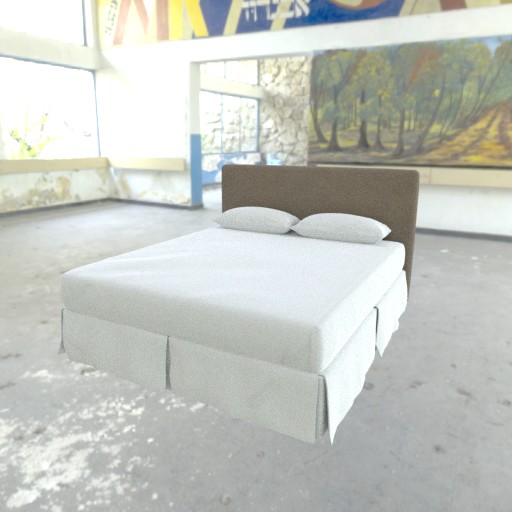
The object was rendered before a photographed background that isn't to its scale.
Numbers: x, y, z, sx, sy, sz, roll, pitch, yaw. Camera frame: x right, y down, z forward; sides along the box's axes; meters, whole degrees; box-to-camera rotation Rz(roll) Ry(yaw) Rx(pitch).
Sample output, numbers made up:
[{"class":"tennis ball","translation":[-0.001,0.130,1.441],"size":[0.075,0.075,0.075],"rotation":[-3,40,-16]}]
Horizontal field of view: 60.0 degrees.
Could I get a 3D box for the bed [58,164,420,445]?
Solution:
[{"class":"bed","translation":[0.000,0.000,3.584],"size":[2.119,1.317,2.341],"rotation":[8,17,27]}]
